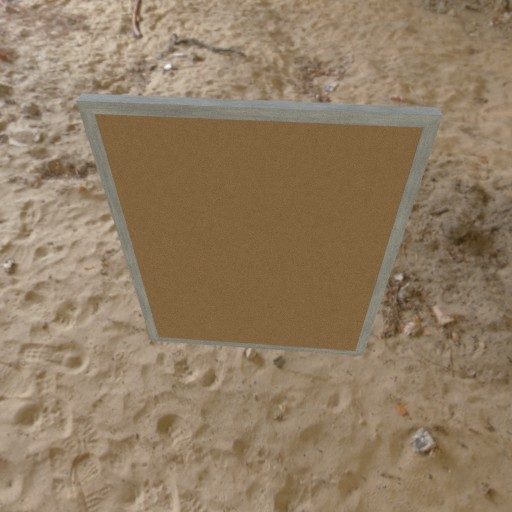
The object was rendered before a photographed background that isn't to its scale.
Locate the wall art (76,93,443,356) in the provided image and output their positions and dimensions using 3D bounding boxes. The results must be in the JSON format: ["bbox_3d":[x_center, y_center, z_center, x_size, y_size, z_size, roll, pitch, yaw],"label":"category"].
[{"bbox_3d":[0.000,0.000,0.796,0.479,0.582,0.022,3,47,3],"label":"wall art"}]
